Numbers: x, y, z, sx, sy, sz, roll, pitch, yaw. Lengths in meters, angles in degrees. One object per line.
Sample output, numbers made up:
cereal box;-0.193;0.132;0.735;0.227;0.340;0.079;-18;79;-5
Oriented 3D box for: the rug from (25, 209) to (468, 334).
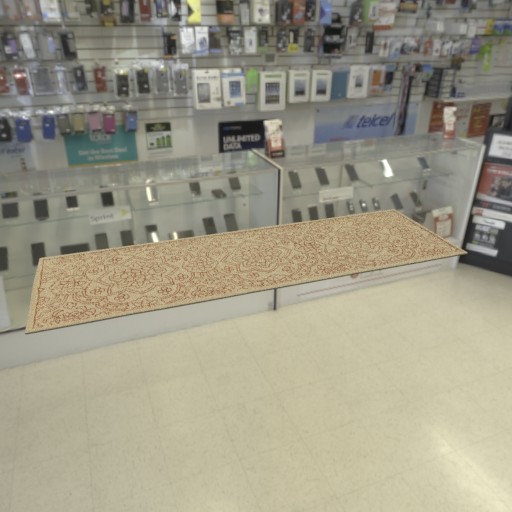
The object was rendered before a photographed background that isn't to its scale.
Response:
rug;0.000;0.000;2.643;2.448;0.012;0.769;-9;29;-17
